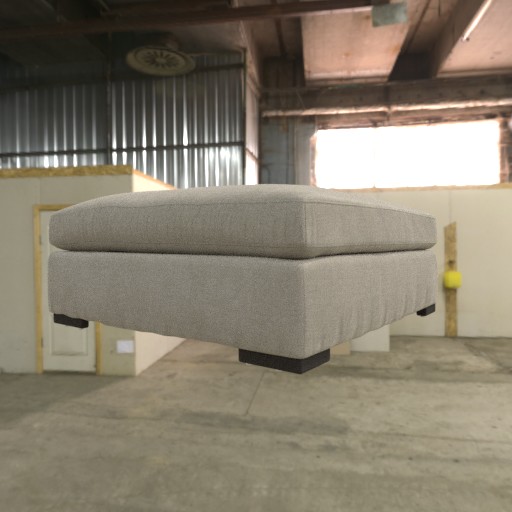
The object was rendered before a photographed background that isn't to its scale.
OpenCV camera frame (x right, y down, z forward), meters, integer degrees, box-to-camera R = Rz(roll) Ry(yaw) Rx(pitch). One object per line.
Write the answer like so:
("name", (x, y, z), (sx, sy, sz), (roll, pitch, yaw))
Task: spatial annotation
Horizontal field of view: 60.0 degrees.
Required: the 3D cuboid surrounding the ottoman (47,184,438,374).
("ottoman", (0.000, 0.000, 1.821), (1.171, 0.517, 1.203), (2, 3, 37))
